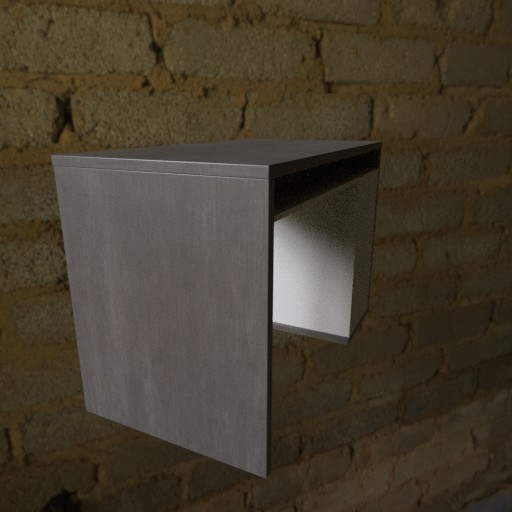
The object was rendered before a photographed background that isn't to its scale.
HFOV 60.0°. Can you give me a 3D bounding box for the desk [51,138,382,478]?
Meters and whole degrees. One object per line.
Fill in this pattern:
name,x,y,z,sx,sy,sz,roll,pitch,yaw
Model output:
desk,0.000,0.000,1.561,0.600,0.750,1.100,8,19,25
